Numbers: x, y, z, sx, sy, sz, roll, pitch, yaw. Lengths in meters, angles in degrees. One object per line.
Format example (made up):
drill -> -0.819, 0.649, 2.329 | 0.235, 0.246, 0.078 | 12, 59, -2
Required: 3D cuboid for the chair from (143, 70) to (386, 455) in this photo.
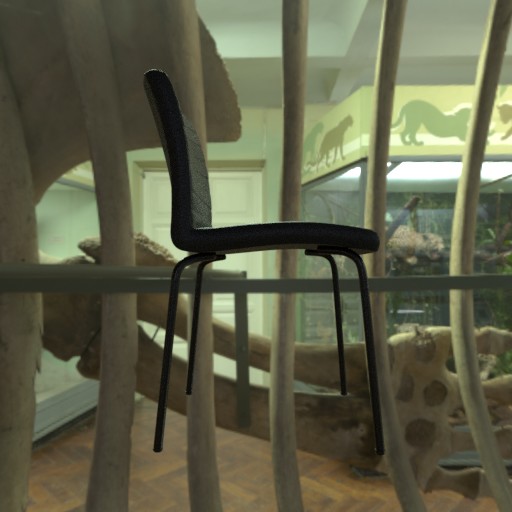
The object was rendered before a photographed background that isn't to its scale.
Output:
chair -> 0.000, 0.000, 1.193 | 0.572, 0.872, 0.450 | 0, -1, 1
